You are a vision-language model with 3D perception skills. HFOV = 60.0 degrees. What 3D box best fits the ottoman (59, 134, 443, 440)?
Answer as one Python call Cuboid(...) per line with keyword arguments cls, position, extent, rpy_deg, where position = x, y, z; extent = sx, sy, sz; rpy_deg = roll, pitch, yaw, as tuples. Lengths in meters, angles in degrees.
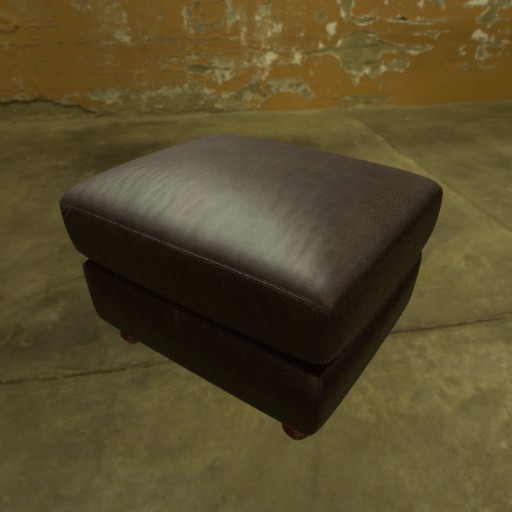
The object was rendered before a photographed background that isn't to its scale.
Cuboid(cls="ottoman", position=(0.000, 0.000, 1.249), extent=(0.806, 0.569, 0.670), rpy_deg=(20, 36, 30))
